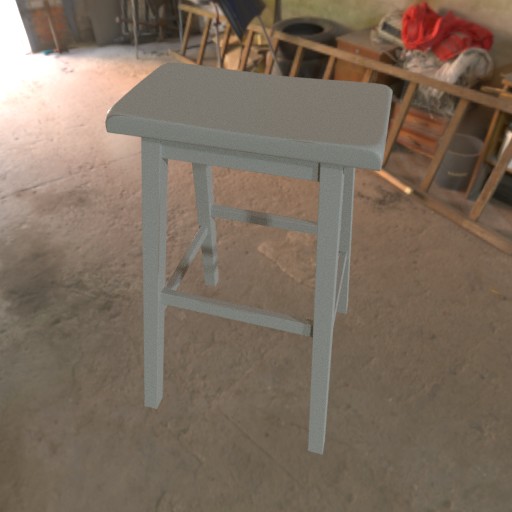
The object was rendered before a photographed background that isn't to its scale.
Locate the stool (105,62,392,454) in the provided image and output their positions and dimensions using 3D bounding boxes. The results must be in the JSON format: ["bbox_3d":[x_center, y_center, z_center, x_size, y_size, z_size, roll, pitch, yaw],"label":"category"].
[{"bbox_3d":[0.000,0.000,1.004,0.457,0.737,0.476,11,44,11],"label":"stool"}]
